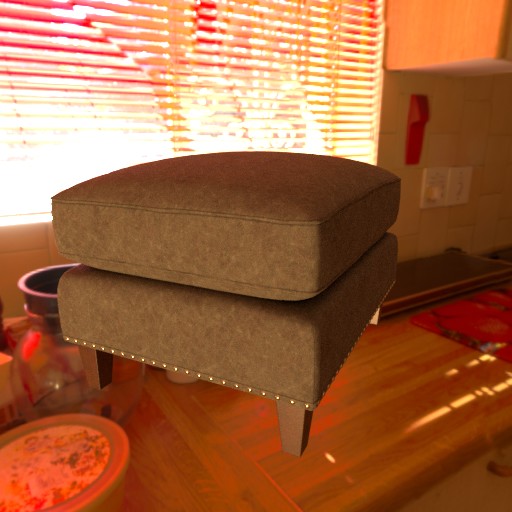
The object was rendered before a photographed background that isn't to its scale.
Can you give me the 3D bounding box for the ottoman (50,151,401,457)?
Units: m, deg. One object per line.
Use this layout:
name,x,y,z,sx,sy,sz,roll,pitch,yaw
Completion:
ottoman,0.000,0.000,1.116,0.584,0.513,0.741,8,17,26
